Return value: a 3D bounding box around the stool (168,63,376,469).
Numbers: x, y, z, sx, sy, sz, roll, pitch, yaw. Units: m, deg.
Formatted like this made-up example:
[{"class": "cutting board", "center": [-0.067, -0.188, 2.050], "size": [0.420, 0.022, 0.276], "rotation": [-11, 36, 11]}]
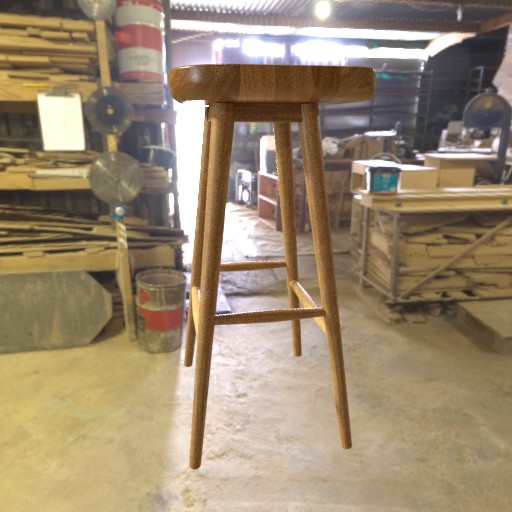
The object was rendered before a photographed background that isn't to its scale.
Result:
[{"class": "stool", "center": [0.000, 0.000, 0.929], "size": [0.322, 0.698, 0.407], "rotation": [-3, 17, -10]}]
